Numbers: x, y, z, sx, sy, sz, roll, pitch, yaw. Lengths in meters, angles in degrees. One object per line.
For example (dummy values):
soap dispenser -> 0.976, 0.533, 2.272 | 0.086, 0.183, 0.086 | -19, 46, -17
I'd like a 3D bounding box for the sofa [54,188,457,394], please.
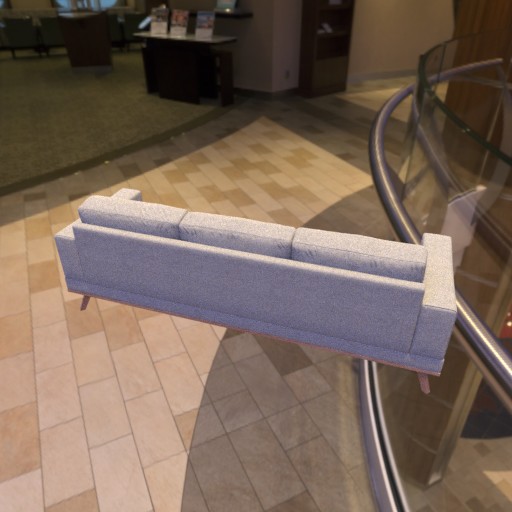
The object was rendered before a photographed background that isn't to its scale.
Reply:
sofa -> 0.000, 0.000, 2.827 | 2.310, 0.810, 0.920 | 10, 34, 16
